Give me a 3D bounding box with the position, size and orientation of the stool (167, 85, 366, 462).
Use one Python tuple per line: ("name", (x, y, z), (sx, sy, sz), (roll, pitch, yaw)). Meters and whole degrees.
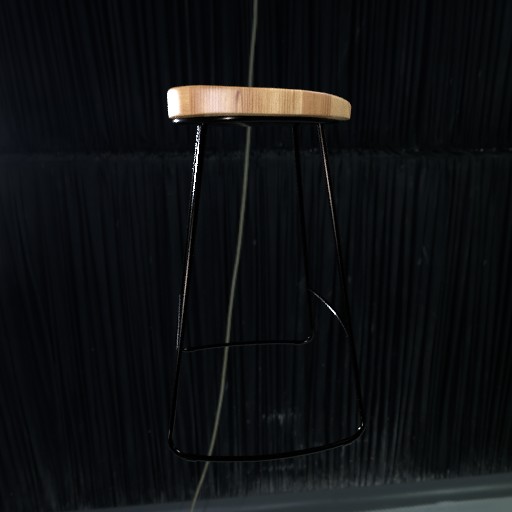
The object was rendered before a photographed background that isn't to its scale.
("stool", (0.000, 0.000, 0.980), (0.401, 0.679, 0.480), (-2, 16, -8))
